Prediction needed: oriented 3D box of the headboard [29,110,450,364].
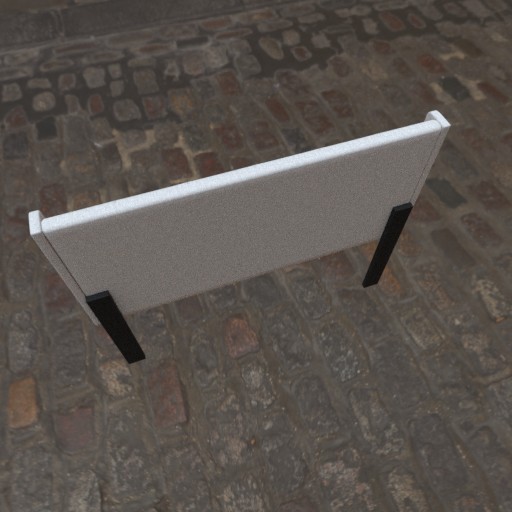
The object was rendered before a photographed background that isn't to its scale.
[{"bbox_3d":[0.000,0.000,2.711,2.051,1.524,0.184,-16,58,-11],"label":"headboard"}]
